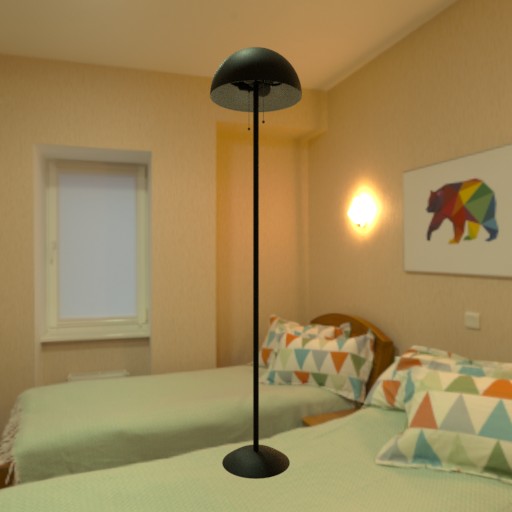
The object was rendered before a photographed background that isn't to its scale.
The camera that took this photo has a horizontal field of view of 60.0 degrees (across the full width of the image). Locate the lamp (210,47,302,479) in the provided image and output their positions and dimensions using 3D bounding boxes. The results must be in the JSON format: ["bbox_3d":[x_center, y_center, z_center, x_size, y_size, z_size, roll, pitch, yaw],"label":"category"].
[{"bbox_3d":[0.000,0.000,1.590,0.328,1.480,0.328,0,0,37],"label":"lamp"}]
